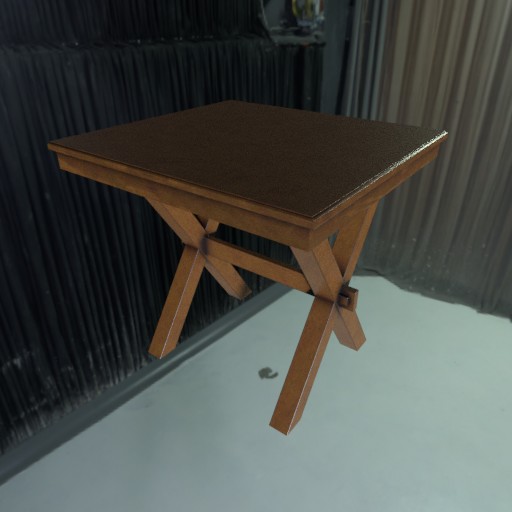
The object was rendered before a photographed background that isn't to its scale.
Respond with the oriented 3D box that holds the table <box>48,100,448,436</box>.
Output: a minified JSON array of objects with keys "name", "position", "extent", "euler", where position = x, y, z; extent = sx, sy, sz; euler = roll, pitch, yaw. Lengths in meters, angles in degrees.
[{"name":"table","position":[0.000,0.000,1.040],"extent":[0.602,0.562,0.560],"euler":[20,35,32]}]
